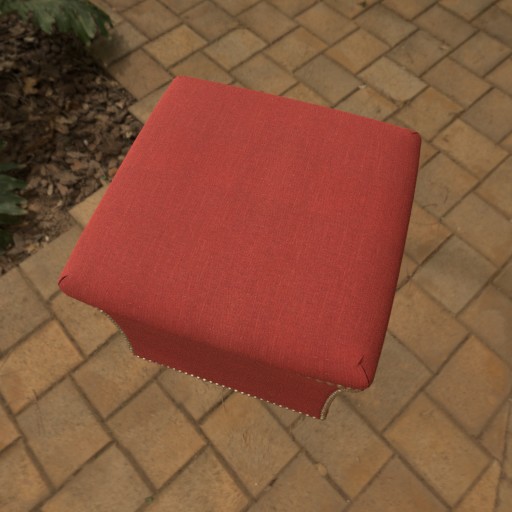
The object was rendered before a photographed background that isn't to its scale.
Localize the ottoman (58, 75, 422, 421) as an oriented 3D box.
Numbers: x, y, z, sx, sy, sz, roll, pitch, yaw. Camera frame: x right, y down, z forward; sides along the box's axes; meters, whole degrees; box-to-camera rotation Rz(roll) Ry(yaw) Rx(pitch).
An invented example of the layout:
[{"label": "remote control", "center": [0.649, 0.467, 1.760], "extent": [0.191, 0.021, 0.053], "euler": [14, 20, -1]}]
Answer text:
[{"label": "ottoman", "center": [0.000, 0.000, 0.915], "extent": [0.507, 0.475, 0.497], "euler": [17, 64, 8]}]
